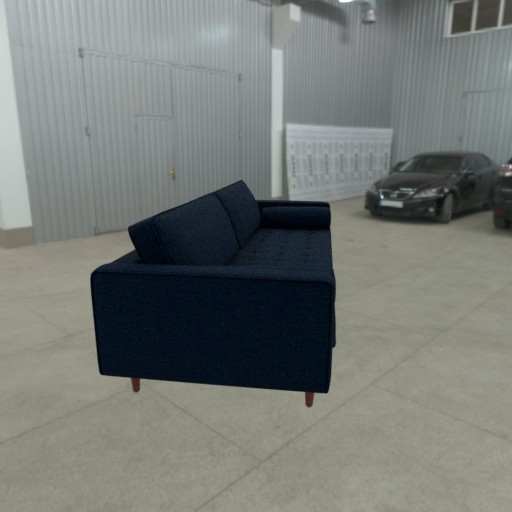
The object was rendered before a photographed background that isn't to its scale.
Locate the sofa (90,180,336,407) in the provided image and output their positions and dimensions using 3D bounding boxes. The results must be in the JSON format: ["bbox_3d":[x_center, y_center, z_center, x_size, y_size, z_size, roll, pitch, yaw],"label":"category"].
[{"bbox_3d":[0.000,0.000,2.651,0.914,0.762,2.210,2,14,8],"label":"sofa"}]
